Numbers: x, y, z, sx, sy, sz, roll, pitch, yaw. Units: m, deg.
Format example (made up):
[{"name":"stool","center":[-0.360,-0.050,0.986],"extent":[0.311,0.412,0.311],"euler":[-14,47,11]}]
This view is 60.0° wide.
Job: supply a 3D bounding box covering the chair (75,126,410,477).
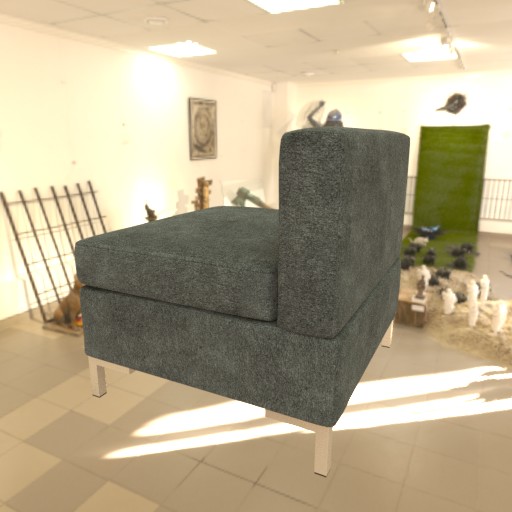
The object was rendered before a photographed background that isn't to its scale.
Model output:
[{"name":"chair","center":[0.000,0.000,1.203],"extent":[0.680,0.660,0.680],"euler":[7,17,26]}]
